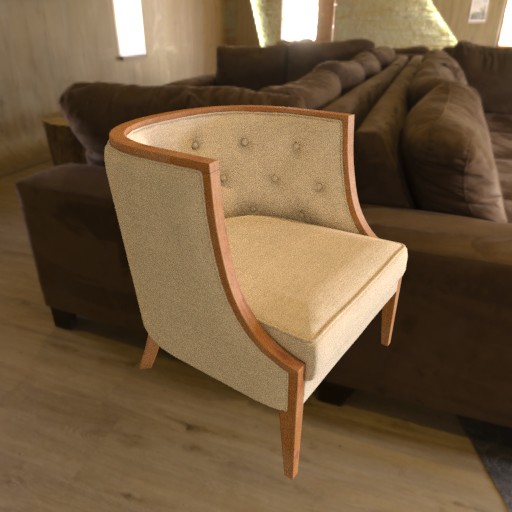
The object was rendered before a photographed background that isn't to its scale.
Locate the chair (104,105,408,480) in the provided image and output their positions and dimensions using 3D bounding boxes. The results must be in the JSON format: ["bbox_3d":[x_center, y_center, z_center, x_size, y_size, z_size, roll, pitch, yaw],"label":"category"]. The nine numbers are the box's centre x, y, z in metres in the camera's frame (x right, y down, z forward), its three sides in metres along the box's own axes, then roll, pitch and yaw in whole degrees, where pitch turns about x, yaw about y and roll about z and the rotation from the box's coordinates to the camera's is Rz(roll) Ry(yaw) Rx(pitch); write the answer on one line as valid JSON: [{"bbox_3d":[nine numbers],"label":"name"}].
[{"bbox_3d":[0.000,0.000,1.366,0.757,0.775,0.711,18,33,31],"label":"chair"}]
